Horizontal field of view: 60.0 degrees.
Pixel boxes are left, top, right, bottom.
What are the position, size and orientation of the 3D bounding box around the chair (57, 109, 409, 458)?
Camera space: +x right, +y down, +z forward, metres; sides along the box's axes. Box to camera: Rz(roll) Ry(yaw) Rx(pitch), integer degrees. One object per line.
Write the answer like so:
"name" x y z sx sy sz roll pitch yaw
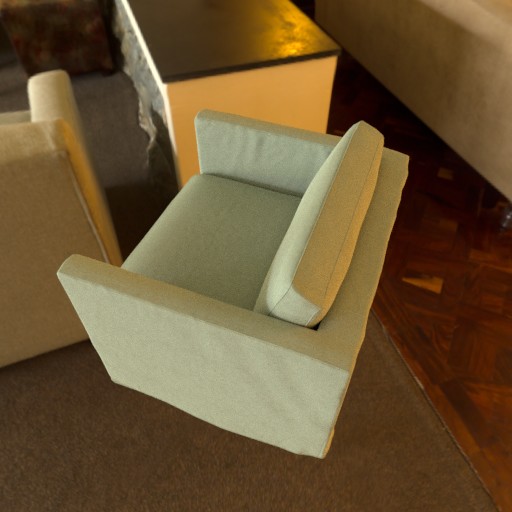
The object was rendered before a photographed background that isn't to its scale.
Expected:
"chair" 0.000 0.000 1.744 0.949 0.863 1.057 16 50 14
